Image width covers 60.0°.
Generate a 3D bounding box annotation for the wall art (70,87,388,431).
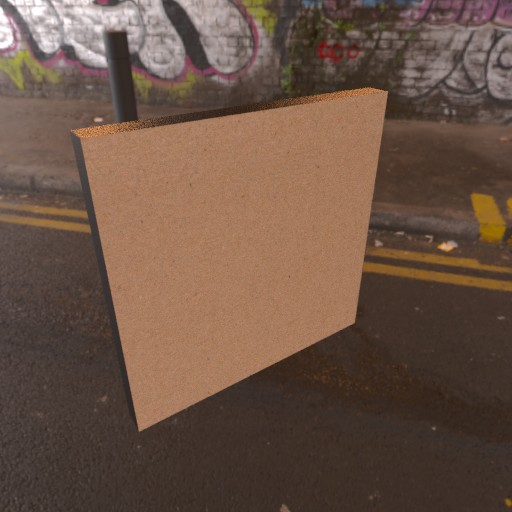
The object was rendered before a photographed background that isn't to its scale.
[{"bbox_3d":[0.000,0.000,0.490,0.327,0.318,0.029,-19,35,-29],"label":"wall art"}]
